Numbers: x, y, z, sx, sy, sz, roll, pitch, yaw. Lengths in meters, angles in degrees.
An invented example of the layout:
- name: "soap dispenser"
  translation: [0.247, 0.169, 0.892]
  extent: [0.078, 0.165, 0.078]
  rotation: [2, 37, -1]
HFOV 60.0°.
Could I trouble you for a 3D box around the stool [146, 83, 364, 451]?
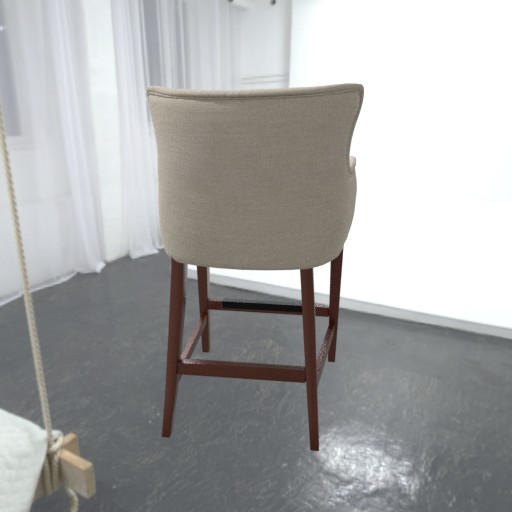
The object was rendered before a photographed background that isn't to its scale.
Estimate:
- name: "stool"
  translation: [0.000, 0.000, 1.396]
  extent: [0.615, 0.987, 0.637]
  rotation: [2, 16, 9]
